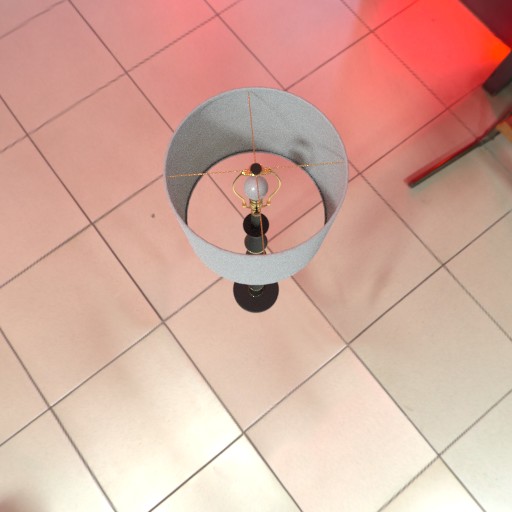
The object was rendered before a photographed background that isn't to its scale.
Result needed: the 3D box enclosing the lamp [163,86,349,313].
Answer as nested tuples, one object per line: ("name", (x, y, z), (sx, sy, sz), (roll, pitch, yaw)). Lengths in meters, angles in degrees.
("lamp", (0.000, 0.000, 1.622), (0.381, 1.480, 0.381), (-5, 76, -1))
